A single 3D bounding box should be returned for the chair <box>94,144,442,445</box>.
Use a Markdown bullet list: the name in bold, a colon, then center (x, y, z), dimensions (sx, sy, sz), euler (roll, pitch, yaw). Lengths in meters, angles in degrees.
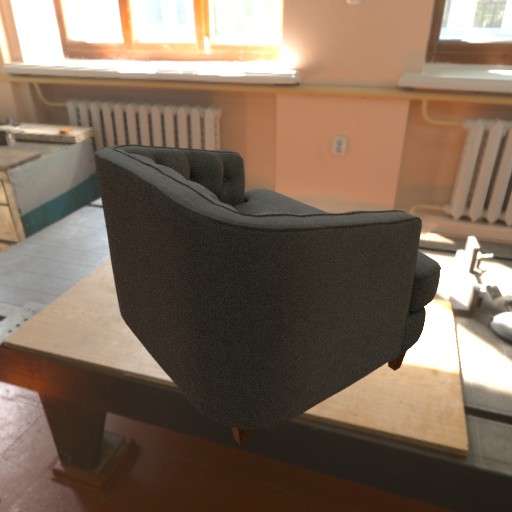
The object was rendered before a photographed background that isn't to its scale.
- **chair**: center (0.000, 0.000, 1.751), dimensions (0.941, 0.852, 1.104), euler (-19, 33, -32)
